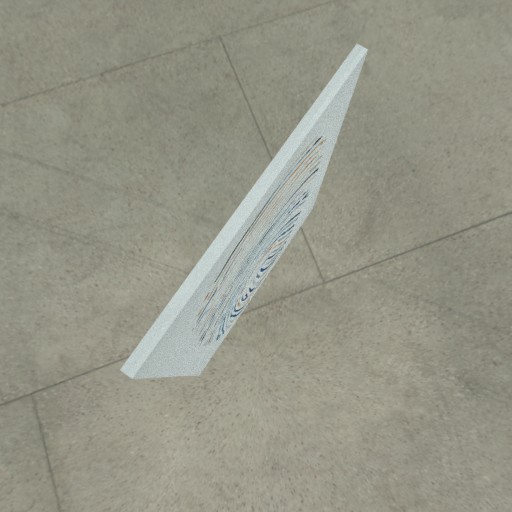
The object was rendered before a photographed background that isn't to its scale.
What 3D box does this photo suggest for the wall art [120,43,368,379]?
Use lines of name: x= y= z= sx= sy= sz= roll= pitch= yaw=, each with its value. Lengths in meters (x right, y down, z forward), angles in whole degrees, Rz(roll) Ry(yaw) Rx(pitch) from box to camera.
wall art: x=0.000 y=0.000 z=0.986 sx=0.021 sy=0.710 sz=0.609 roll=33 pitch=78 yaw=8
